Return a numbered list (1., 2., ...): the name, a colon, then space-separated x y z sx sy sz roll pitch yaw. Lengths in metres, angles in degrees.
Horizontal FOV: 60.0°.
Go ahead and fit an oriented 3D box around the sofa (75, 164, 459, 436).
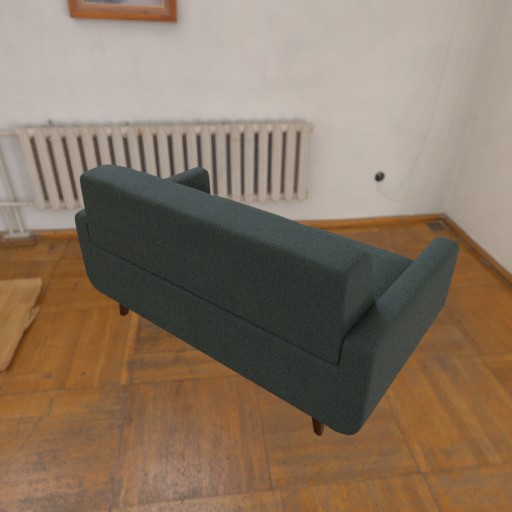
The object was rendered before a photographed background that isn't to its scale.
1. sofa: 0.000 0.000 2.171 1.631 0.841 0.909 22 37 32
